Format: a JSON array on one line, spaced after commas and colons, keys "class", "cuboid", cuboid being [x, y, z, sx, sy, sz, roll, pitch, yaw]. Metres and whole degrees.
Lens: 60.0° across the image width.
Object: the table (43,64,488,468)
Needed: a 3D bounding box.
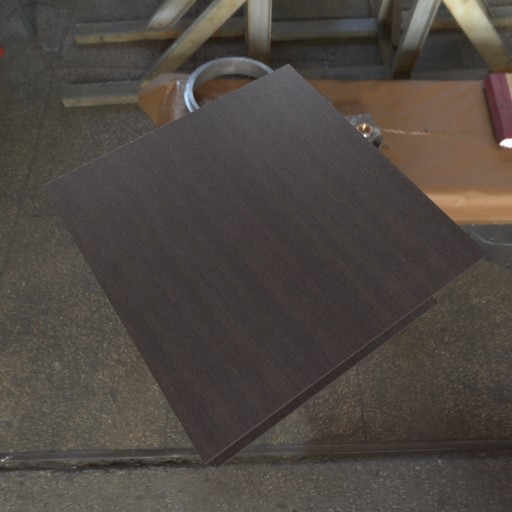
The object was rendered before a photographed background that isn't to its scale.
[{"class": "table", "cuboid": [0.000, 0.000, 1.231, 0.762, 0.396, 0.762, -32, 67, -15]}]
